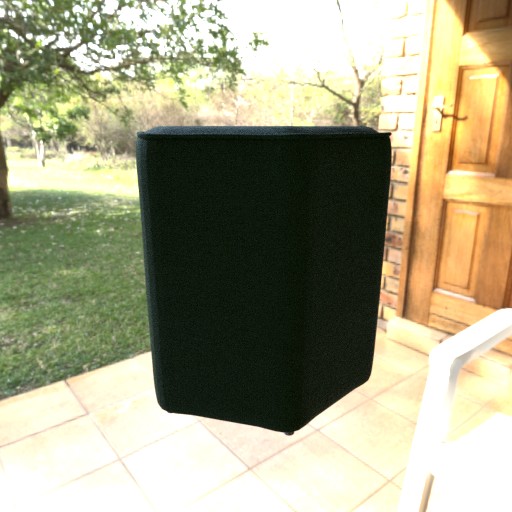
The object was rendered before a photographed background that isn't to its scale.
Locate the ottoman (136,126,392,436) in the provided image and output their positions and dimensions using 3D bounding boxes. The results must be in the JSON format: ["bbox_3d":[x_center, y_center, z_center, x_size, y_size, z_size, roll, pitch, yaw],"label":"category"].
[{"bbox_3d":[0.000,0.000,0.902,0.499,0.507,0.444,-15,22,-43],"label":"ottoman"}]
